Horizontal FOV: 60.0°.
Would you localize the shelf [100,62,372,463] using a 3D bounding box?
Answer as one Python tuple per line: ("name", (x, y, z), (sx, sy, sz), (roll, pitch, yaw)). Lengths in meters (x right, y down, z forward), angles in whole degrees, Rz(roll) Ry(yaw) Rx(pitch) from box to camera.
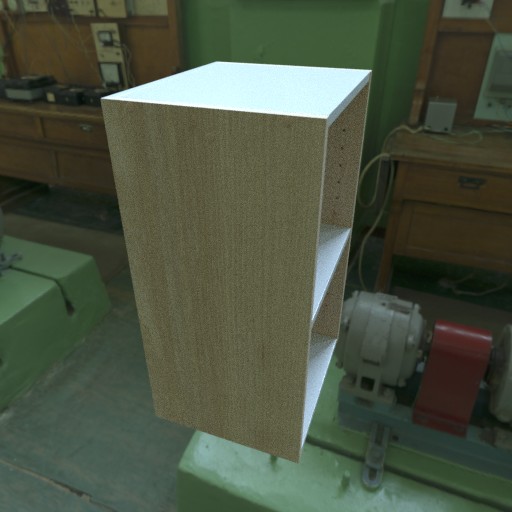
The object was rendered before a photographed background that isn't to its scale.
("shelf", (0.000, 0.000, 0.810), (0.290, 0.600, 0.350), (11, 33, 17))
